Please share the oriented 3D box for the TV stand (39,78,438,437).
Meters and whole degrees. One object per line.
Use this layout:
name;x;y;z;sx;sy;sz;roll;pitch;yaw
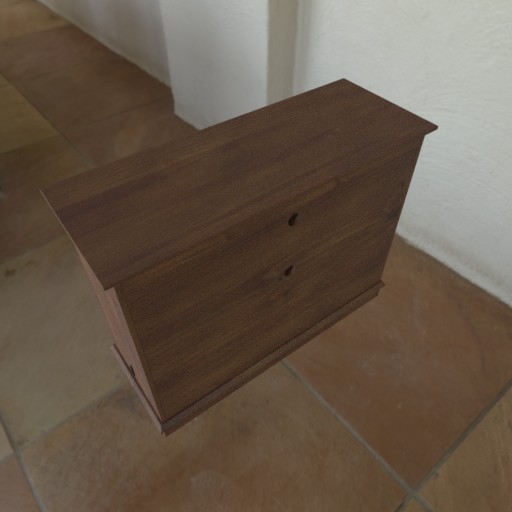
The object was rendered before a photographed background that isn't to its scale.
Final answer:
TV stand;0.000;0.000;1.522;1.067;0.813;0.406;-28;52;-24
